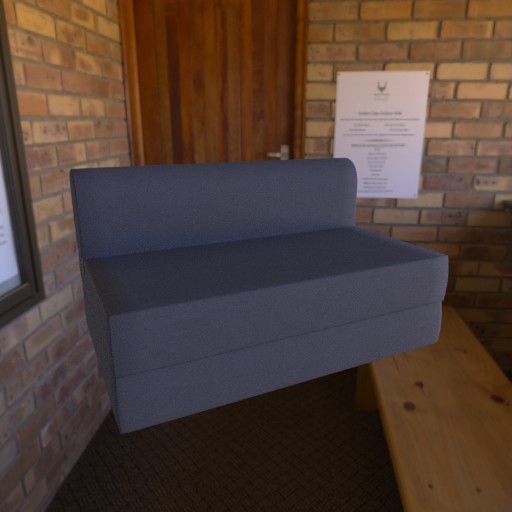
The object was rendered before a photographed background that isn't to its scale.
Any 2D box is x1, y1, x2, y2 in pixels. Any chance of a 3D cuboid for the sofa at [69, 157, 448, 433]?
[{"bbox_3d":[0.000,0.000,1.685,1.219,0.660,0.762,-8,18,-25],"label":"sofa"}]
